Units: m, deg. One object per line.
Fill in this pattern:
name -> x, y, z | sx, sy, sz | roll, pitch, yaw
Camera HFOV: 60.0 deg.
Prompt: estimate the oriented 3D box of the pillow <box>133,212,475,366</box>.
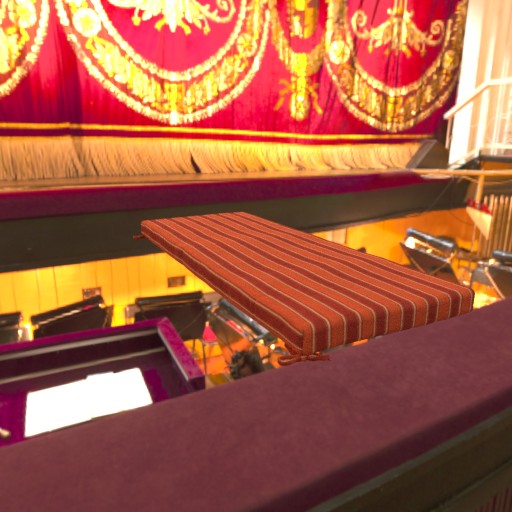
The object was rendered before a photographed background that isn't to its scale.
pillow -> 0.000, 0.000, 1.345 | 0.492, 0.081, 1.187 | -8, 17, -27
